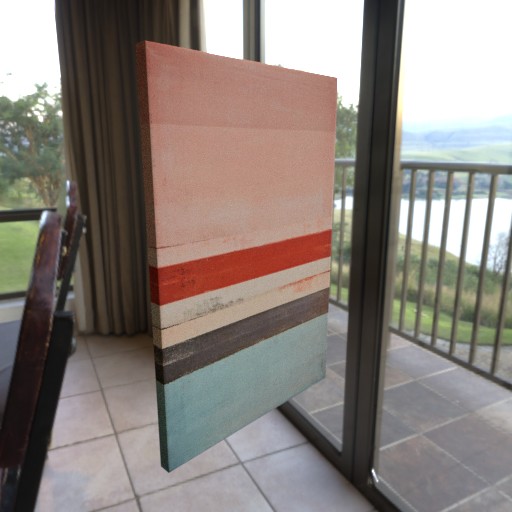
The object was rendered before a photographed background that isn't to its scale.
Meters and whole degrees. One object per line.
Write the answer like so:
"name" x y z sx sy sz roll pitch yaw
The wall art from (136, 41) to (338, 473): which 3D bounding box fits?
"wall art" 0.000 0.000 1.133 0.038 0.914 0.610 13 19 43
